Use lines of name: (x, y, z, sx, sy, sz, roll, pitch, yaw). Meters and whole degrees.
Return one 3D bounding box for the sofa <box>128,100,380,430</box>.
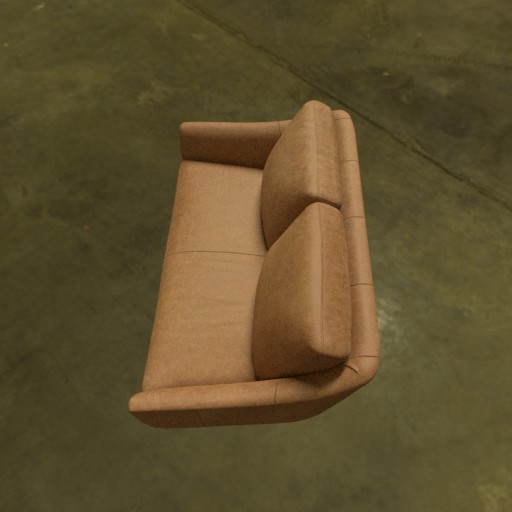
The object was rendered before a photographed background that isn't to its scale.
sofa: (0.000, 0.000, 2.224, 0.960, 0.902, 1.619, 2, 58, 1)
